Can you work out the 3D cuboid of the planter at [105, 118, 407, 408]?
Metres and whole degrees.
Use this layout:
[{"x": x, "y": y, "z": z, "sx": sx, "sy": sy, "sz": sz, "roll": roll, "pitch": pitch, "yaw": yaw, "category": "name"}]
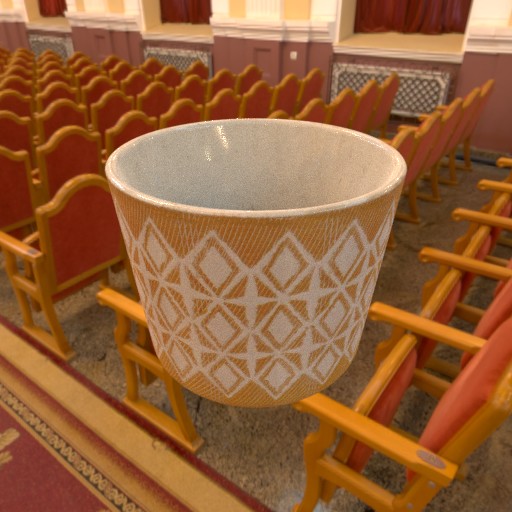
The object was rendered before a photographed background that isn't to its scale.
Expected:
[{"x": 0.000, "y": 0.000, "z": 0.219, "sx": 0.126, "sy": 0.104, "sz": 0.126, "roll": 0, "pitch": 30, "yaw": 0, "category": "planter"}]
